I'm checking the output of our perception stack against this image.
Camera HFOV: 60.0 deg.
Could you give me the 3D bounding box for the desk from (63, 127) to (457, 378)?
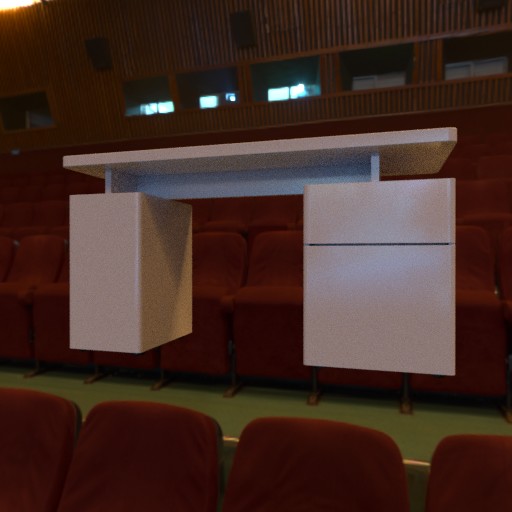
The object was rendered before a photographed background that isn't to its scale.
[{"bbox_3d":[0.000,0.000,1.762,1.400,0.762,0.550,0,0,16],"label":"desk"}]
